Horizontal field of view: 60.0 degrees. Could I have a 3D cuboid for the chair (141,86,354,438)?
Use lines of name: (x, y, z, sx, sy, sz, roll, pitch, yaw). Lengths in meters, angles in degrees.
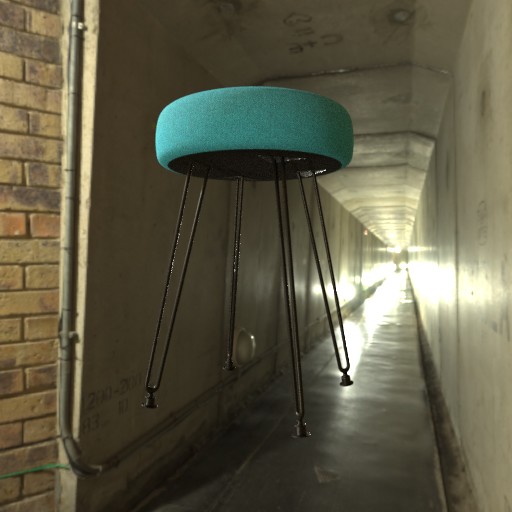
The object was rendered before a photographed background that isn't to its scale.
chair: (0.000, 0.000, 0.692, 0.350, 0.440, 0.350, 0, 1, -19)
